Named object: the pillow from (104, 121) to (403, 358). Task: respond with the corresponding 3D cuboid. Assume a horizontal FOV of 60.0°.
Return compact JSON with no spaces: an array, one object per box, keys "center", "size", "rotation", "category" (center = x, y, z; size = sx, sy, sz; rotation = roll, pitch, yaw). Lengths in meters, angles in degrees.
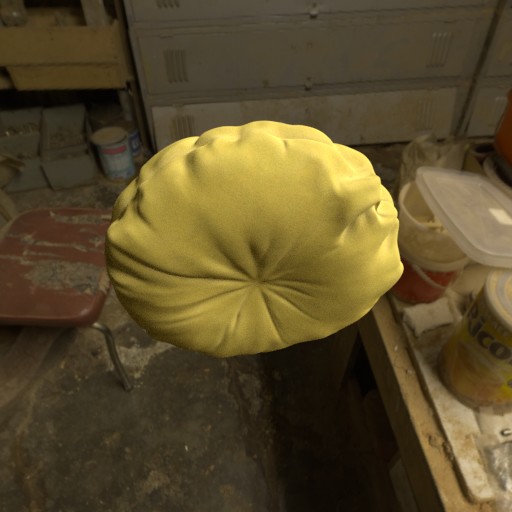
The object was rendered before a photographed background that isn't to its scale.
[{"center":[0.000,0.000,0.648],"size":[0.428,0.407,0.148],"rotation":[-4,47,-4],"category":"pillow"}]
